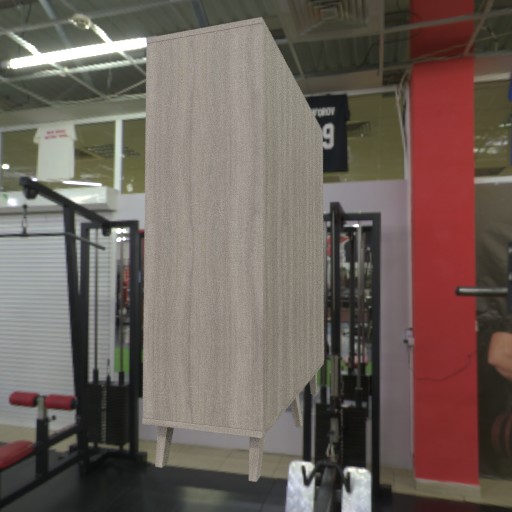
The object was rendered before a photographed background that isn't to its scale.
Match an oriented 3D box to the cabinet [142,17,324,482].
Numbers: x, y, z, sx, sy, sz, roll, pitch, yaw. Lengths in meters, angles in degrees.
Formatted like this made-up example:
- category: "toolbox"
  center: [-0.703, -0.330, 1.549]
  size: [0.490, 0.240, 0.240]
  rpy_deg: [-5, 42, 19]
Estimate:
- category: "cabinet"
  center: [0.000, 0.000, 1.889]
  size: [0.398, 1.388, 1.111]
  rpy_deg: [-1, -2, 18]
